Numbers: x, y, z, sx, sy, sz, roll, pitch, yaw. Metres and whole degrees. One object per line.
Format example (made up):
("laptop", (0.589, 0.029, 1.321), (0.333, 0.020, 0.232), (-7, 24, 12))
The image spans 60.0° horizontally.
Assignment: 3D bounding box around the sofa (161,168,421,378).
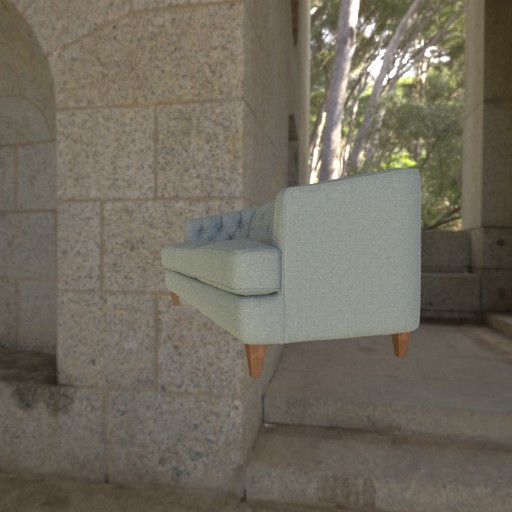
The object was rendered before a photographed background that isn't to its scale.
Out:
("sofa", (0.000, 0.000, 2.765), (0.941, 0.855, 2.278), (0, 1, -18))
